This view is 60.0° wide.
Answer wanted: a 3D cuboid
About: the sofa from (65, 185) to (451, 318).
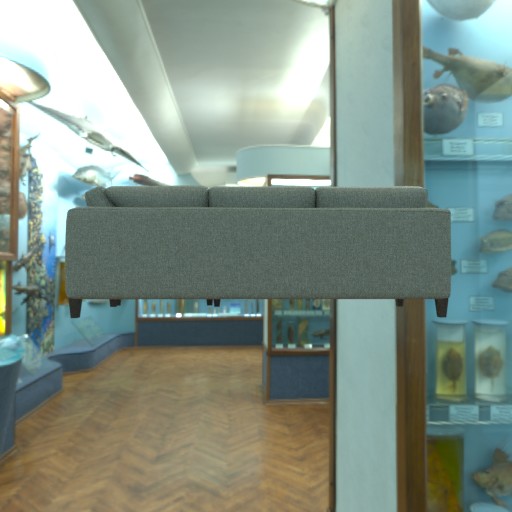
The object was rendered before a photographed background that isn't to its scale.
[{"bbox_3d":[0.000,0.000,4.543,2.551,0.889,3.403,0,-2,-1],"label":"sofa"}]
